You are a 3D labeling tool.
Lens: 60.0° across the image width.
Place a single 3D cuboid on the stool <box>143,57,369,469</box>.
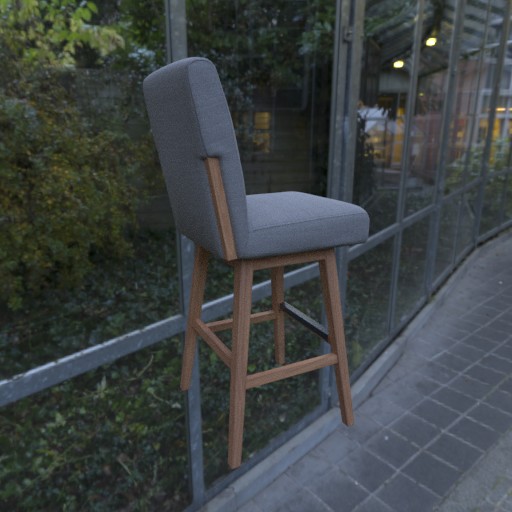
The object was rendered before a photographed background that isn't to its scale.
[{"bbox_3d":[0.000,0.000,1.425,0.570,1.112,0.483,-8,18,-26],"label":"stool"}]
